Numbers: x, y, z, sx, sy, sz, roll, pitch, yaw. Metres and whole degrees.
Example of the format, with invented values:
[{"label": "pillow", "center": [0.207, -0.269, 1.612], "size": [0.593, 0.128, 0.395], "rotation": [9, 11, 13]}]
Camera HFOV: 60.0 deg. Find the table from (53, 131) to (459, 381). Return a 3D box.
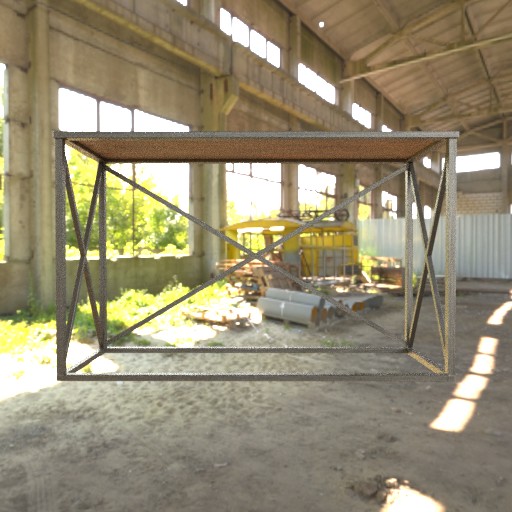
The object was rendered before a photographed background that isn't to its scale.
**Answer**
[{"label": "table", "center": [0.000, 0.000, 1.531], "size": [1.216, 0.753, 0.402], "rotation": [0, 1, 0]}]
